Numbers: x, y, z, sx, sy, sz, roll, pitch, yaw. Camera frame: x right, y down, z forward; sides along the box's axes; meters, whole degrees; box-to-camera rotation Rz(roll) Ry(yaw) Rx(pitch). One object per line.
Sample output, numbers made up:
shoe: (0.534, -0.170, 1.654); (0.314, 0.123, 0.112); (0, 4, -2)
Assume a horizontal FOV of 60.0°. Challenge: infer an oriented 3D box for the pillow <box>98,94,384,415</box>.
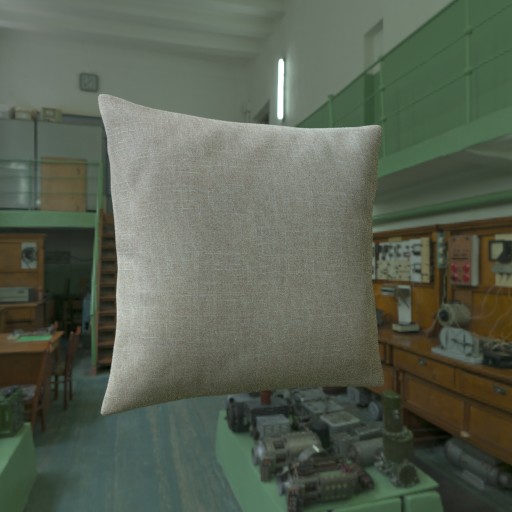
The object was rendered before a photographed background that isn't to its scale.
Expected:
pillow: (0.000, 0.000, 0.778); (0.523, 0.506, 0.166); (0, -1, -18)
